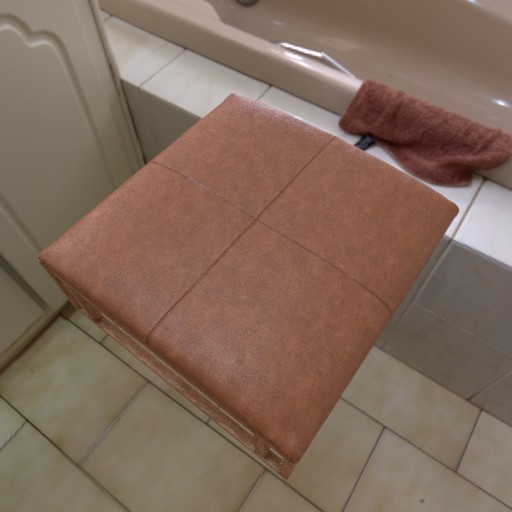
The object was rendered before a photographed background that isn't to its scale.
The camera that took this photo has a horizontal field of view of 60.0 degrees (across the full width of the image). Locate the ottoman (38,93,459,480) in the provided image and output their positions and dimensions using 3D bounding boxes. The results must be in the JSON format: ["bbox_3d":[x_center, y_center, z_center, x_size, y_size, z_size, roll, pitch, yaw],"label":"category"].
[{"bbox_3d":[0.000,0.000,1.601,1.013,0.442,1.016,32,63,19],"label":"ottoman"}]
